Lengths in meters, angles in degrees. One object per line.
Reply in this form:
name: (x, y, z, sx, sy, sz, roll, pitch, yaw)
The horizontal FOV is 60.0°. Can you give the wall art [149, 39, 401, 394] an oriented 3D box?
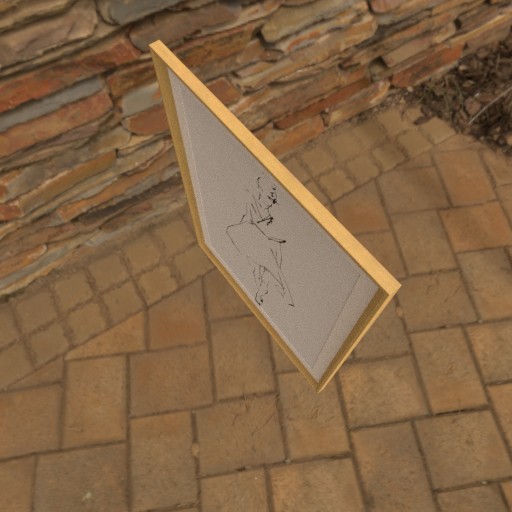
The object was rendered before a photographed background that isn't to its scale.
wall art: (0.000, 0.000, 1.359, 0.030, 1.002, 0.798, -34, 68, -16)
